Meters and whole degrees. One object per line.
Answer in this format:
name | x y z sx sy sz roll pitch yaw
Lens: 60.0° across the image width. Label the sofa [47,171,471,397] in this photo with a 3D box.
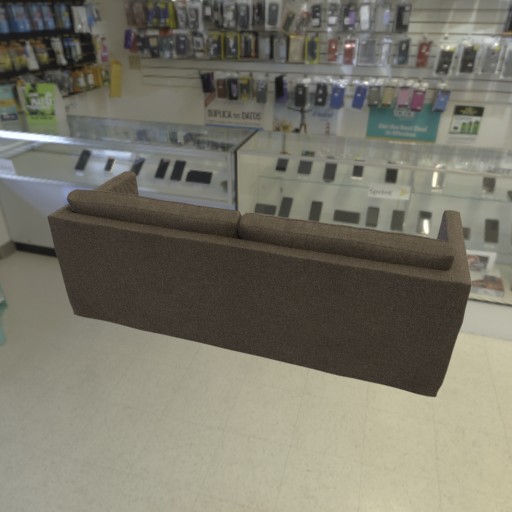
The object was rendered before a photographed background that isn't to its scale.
sofa | 0.000 0.000 3.292 2.779 0.998 1.036 9 31 16
